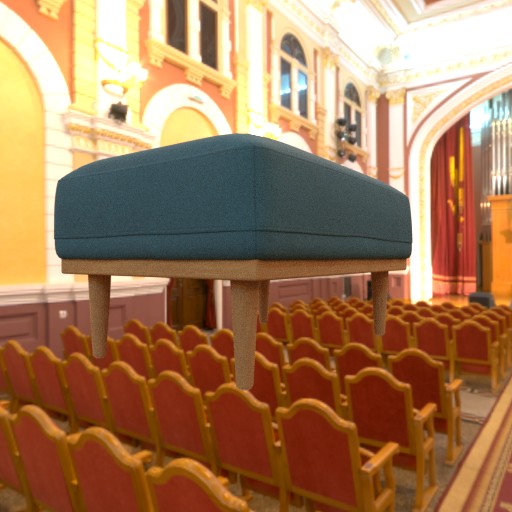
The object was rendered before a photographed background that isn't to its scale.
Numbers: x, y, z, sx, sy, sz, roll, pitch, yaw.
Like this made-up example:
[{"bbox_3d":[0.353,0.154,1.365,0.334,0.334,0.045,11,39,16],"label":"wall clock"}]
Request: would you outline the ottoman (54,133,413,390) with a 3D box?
[{"bbox_3d":[0.000,0.000,1.070,0.549,0.428,0.749,0,0,36],"label":"ottoman"}]
